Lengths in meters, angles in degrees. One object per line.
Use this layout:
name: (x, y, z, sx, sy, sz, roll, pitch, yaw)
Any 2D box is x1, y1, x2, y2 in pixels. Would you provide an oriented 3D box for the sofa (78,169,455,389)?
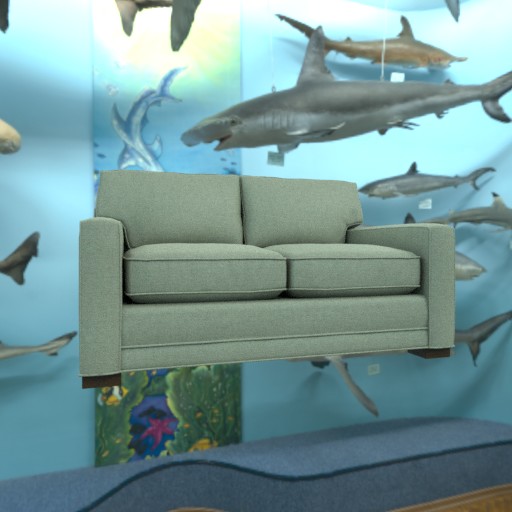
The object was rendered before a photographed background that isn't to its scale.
sofa: (0.000, 0.000, 2.078, 1.484, 0.853, 0.940, 0, 1, -17)
